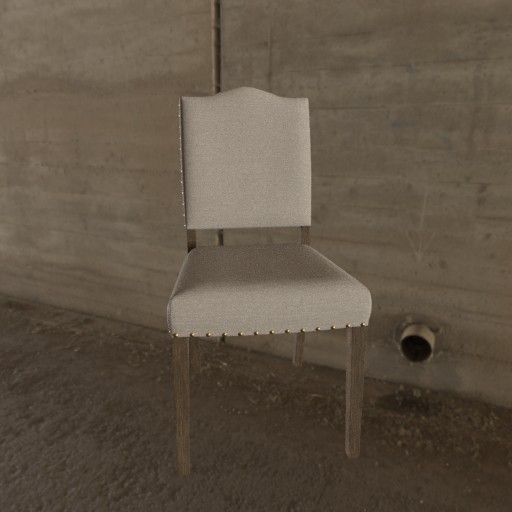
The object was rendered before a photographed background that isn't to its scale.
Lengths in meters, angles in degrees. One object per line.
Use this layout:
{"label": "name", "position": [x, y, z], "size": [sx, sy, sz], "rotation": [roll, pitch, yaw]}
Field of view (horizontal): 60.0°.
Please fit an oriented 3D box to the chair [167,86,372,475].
{"label": "chair", "position": [0.000, 0.000, 1.349], "size": [0.508, 1.020, 0.620], "rotation": [-2, 16, -8]}
